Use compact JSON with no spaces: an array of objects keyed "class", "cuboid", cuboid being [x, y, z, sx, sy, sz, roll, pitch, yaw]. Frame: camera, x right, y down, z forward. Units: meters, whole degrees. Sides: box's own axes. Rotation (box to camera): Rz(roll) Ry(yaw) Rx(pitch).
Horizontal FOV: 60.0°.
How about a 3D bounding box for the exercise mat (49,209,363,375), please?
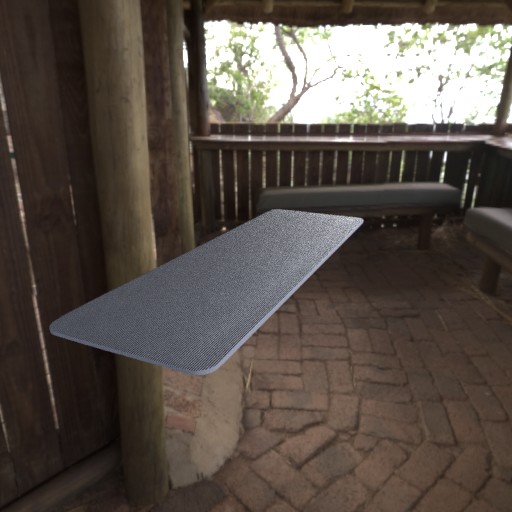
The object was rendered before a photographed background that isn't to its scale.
[{"class":"exercise mat","cuboid":[0.000,0.000,2.092,0.616,0.021,1.884,9,21,24]}]
